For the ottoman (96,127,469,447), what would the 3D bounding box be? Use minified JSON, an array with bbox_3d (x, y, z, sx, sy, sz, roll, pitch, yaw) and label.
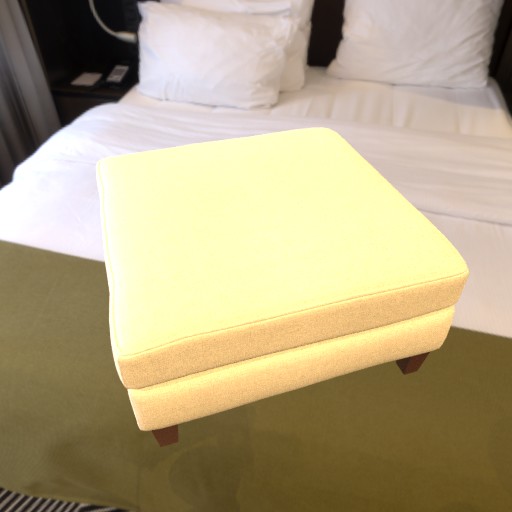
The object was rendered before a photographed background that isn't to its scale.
[{"bbox_3d":[0.000,0.000,1.346,0.838,0.478,0.838,-12,42,-13],"label":"ottoman"}]
